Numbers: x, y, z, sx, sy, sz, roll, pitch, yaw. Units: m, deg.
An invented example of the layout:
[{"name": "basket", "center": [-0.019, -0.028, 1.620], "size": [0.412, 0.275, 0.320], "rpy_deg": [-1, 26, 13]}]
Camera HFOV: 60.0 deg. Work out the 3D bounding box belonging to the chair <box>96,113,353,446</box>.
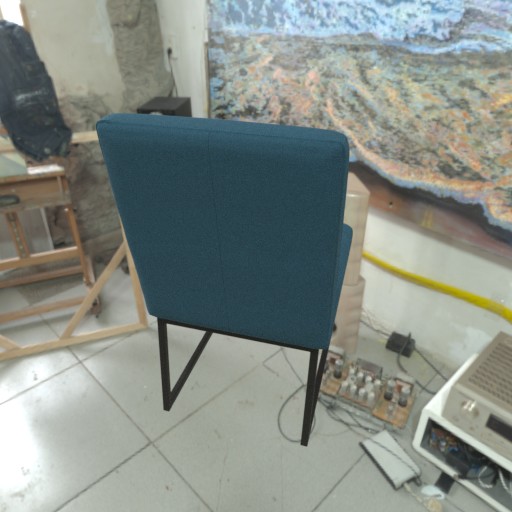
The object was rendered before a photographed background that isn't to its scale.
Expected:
[{"name": "chair", "center": [0.000, 0.000, 1.316], "size": [0.520, 0.930, 0.634], "rpy_deg": [9, 33, 14]}]
